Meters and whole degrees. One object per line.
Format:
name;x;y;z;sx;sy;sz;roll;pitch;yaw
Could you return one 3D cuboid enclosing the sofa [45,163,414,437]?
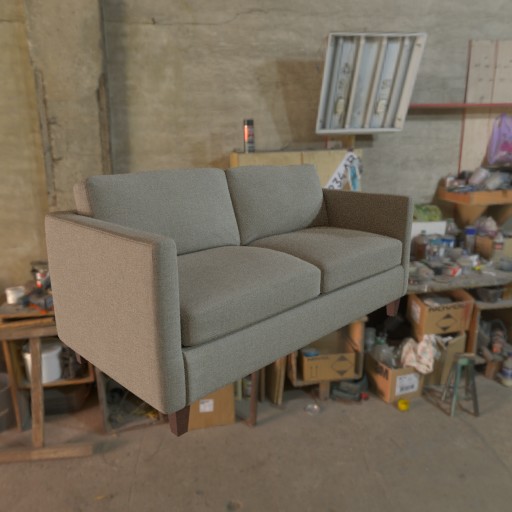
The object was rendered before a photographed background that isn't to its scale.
sofa;0.000;0.000;2.432;0.951;0.947;1.884;14;20;43
